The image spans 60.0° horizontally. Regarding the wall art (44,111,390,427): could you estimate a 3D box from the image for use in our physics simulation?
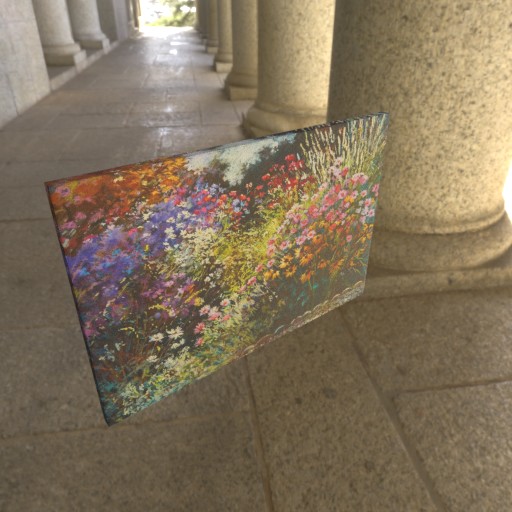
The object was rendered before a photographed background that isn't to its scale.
[{"bbox_3d":[0.000,0.000,1.441,1.136,0.760,0.042,-21,36,-32],"label":"wall art"}]
